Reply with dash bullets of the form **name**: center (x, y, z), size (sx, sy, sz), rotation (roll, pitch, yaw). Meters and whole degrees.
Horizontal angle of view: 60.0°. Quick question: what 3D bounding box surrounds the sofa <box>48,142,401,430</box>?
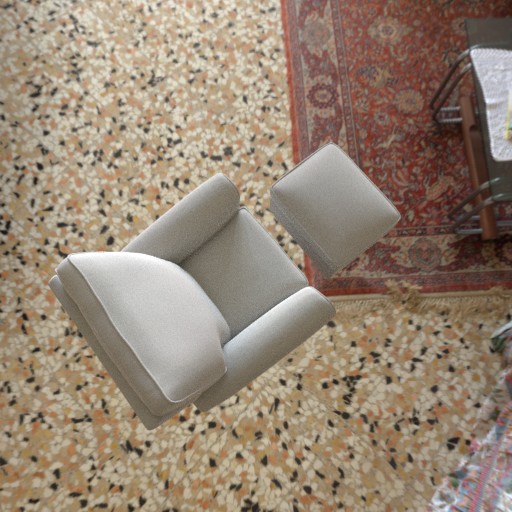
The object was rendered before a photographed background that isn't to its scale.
- **sofa**: center (0.000, 0.000, 2.052), size (1.478, 0.959, 0.880), rotation (-37, 78, -9)
